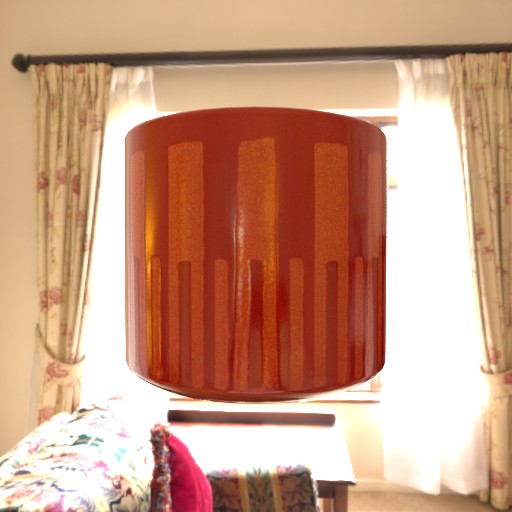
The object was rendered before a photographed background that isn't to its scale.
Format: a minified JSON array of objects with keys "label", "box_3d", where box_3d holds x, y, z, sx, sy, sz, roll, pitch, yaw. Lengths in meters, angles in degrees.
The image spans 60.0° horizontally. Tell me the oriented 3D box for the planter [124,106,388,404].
[{"label":"planter","box_3d":[0.000,0.000,0.404,0.230,0.202,0.230,0,2,0]}]
